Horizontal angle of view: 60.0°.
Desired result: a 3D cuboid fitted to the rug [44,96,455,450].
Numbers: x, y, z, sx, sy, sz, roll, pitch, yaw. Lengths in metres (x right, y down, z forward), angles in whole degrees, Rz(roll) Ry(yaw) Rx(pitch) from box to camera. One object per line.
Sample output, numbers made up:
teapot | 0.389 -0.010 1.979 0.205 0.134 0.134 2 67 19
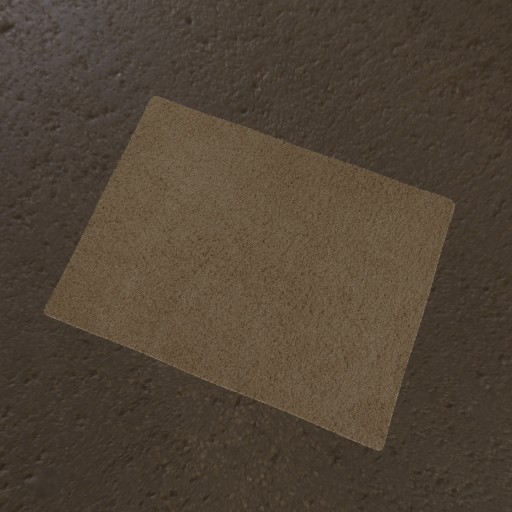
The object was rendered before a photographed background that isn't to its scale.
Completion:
rug | 0.000 0.000 2.071 1.600 0.025 1.199 21 77 5
